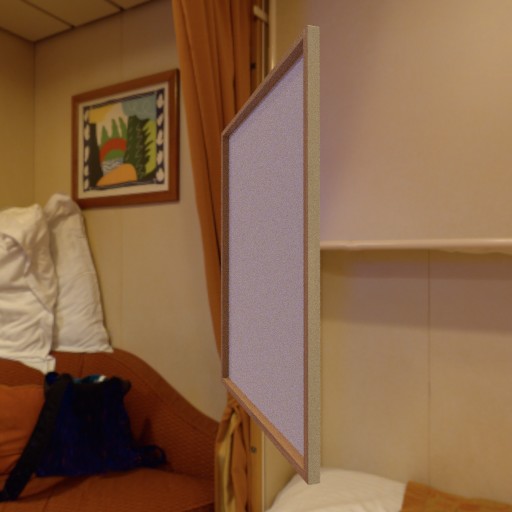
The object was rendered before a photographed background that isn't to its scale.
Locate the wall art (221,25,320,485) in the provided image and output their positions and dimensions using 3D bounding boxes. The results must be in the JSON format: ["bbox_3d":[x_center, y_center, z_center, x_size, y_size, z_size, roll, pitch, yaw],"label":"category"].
[{"bbox_3d":[0.000,0.000,0.978,0.021,0.710,0.609,0,-1,-17],"label":"wall art"}]
